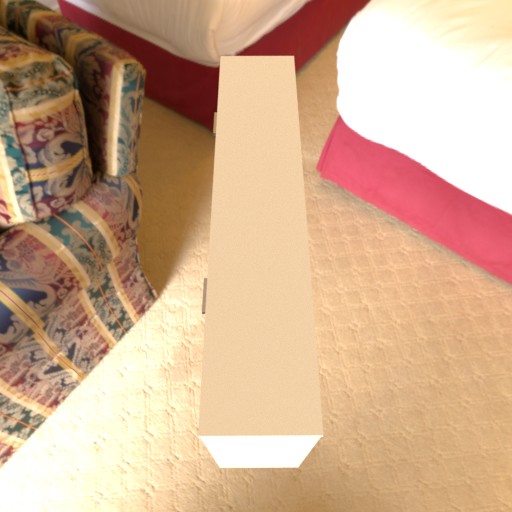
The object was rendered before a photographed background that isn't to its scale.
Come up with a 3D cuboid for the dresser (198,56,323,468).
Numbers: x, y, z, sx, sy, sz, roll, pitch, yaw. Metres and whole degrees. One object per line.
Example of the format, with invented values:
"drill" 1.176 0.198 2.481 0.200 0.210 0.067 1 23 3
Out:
"dresser" 0.000 0.000 1.851 0.333 0.790 1.535 0 59 0
